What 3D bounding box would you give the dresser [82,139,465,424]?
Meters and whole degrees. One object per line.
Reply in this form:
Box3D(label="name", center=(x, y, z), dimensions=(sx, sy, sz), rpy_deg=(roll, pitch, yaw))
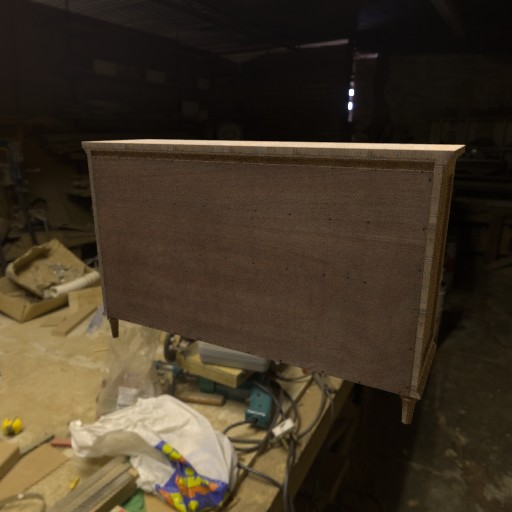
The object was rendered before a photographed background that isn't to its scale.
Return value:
Box3D(label="dresser", center=(0.000, 0.000, 2.062), dimensions=(1.626, 1.016, 0.457), rpy_deg=(9, 18, 27))
